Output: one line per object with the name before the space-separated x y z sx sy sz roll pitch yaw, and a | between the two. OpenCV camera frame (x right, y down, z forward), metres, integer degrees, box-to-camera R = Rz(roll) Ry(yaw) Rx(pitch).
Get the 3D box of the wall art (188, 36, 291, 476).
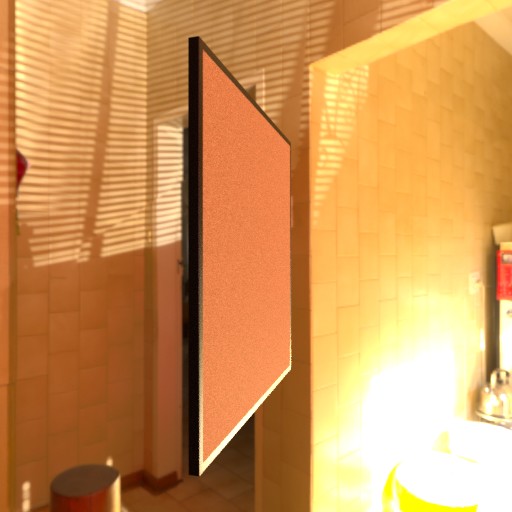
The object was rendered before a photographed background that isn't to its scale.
wall art | 0.000 0.000 0.681 0.012 0.458 0.457 0 0 17
